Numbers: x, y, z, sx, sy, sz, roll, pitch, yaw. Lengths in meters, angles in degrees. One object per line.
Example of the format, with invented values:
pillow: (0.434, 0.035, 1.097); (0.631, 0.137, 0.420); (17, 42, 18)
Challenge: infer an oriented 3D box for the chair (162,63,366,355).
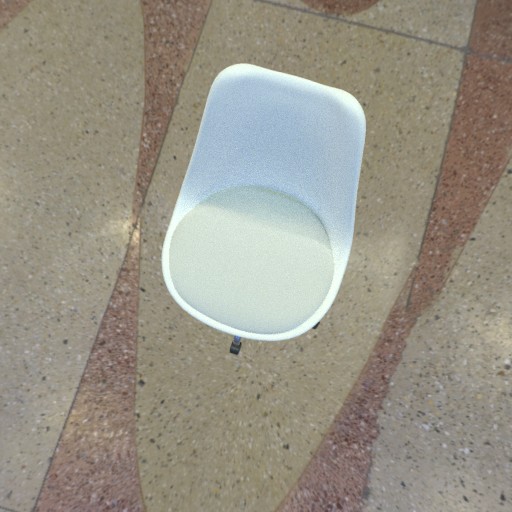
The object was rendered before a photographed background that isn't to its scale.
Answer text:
chair: (0.000, 0.000, 1.271); (0.550, 0.930, 0.550); (17, 77, 4)
